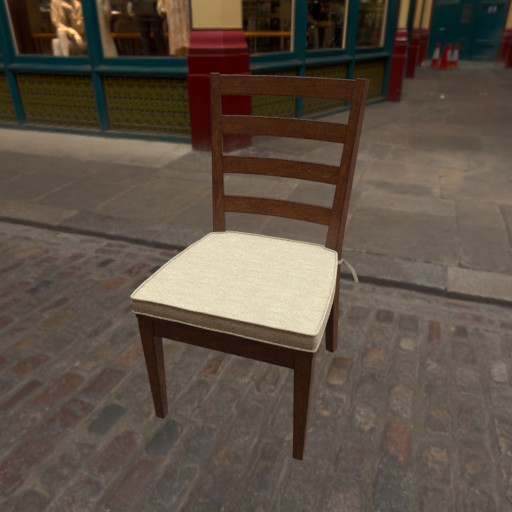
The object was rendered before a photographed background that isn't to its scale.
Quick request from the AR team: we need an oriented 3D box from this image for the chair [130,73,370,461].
[{"bbox_3d":[0.000,0.000,1.356,0.593,0.979,0.595,10,29,17],"label":"chair"}]
